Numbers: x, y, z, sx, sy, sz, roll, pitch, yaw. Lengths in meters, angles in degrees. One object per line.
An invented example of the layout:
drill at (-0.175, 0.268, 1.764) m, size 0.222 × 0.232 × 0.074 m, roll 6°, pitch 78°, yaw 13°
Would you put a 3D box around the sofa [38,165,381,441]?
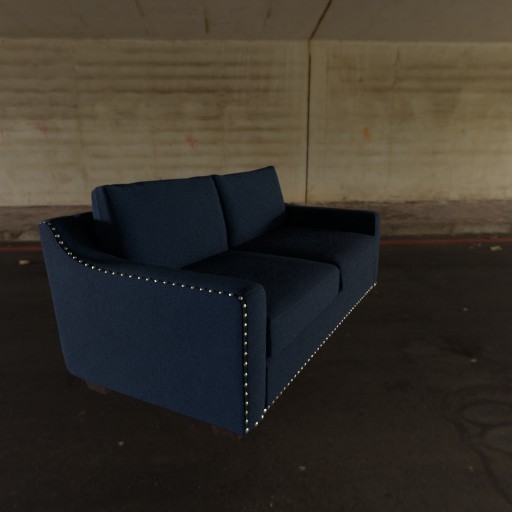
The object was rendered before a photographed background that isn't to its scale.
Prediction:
sofa at (0.000, 0.000, 2.710) m, size 1.104 × 0.983 × 2.107 m, roll 8°, pitch 17°, yaw 27°
